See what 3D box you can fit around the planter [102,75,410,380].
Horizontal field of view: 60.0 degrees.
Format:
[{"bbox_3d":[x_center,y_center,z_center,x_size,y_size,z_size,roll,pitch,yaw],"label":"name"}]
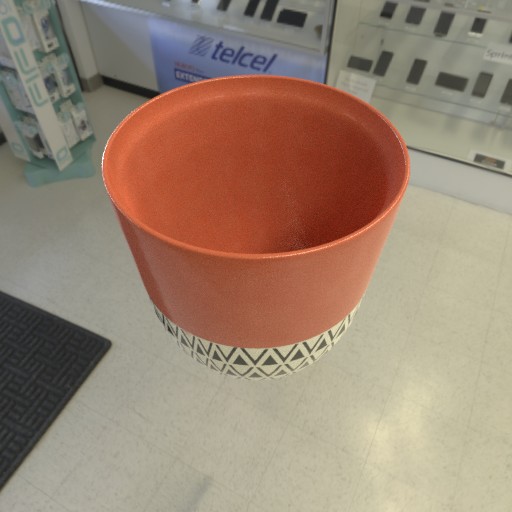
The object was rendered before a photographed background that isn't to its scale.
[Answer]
[{"bbox_3d":[0.000,0.000,0.365,0.195,0.214,0.195,0,48,0],"label":"planter"}]
